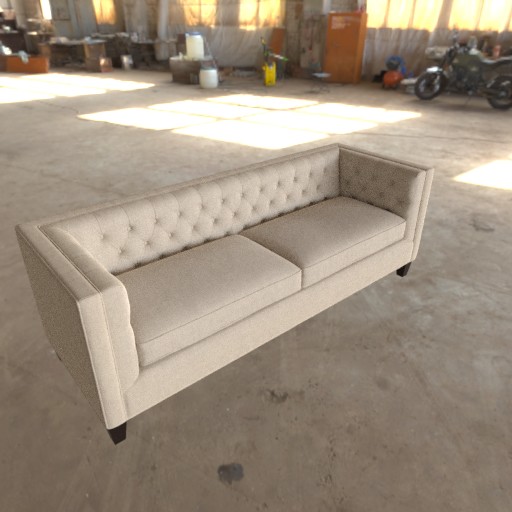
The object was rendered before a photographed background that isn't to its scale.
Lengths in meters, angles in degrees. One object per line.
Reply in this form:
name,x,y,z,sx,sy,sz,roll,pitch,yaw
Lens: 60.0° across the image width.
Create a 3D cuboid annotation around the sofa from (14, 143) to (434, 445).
sofa,0.000,0.000,2.485,2.159,0.762,0.775,-22,36,-34
